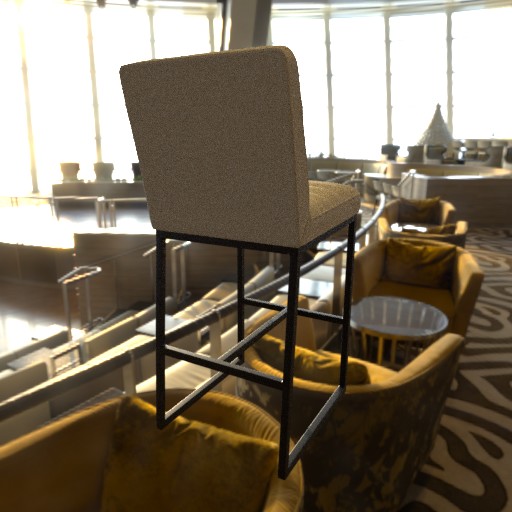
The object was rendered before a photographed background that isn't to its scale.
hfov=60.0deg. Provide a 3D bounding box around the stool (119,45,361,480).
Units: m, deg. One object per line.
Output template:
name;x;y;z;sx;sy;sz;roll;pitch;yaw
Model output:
stool;0.000;0.000;1.313;0.460;1.040;0.560;8;17;29
